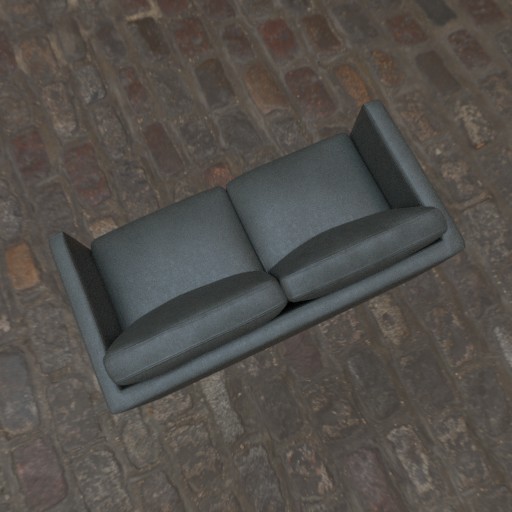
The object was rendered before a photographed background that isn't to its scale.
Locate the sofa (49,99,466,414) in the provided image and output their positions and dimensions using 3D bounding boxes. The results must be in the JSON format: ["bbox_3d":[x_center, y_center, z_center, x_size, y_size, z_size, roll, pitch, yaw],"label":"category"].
[{"bbox_3d":[0.000,0.000,2.454,1.883,0.933,0.951,-24,78,-6],"label":"sofa"}]
